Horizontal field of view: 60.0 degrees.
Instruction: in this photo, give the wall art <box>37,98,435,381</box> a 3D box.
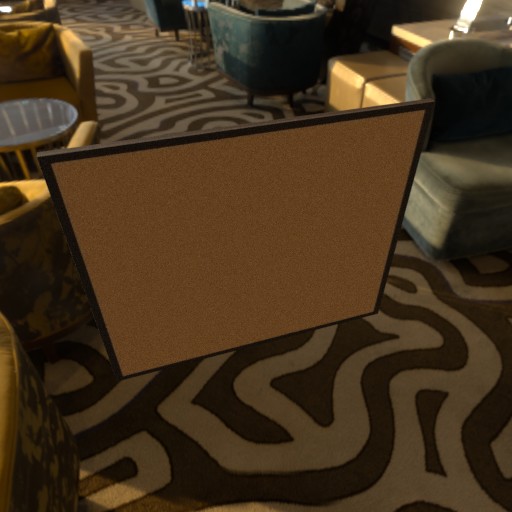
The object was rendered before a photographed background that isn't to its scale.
[{"bbox_3d":[0.000,0.000,1.400,1.033,0.875,0.023,-12,42,-13],"label":"wall art"}]
